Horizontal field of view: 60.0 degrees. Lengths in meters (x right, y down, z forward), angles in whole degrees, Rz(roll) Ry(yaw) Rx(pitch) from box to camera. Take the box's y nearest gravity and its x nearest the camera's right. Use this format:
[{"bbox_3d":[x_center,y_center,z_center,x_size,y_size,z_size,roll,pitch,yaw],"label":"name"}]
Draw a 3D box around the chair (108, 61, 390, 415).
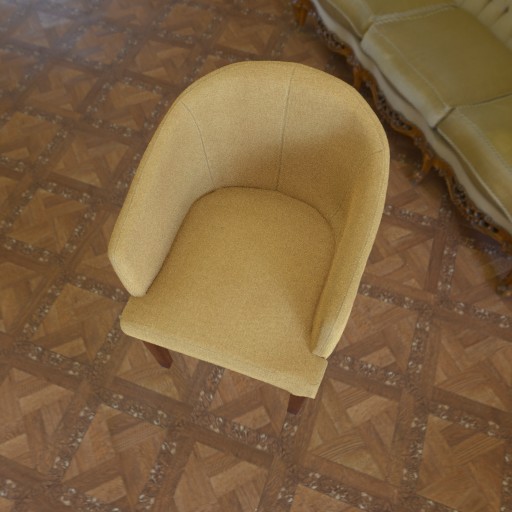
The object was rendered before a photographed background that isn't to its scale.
[{"bbox_3d":[0.000,0.000,1.257,0.583,0.811,0.655,16,62,9],"label":"chair"}]
